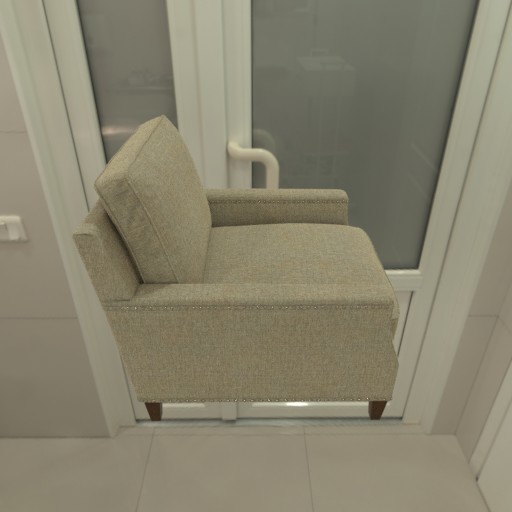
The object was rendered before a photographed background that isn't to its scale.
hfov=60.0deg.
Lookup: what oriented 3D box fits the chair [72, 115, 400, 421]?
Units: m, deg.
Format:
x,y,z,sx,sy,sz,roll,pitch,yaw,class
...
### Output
x,y,z,sx,sy,sz,roll,pitch,yaw,class
0.000,0.000,1.737,1.014,0.943,0.853,0,32,0,chair
